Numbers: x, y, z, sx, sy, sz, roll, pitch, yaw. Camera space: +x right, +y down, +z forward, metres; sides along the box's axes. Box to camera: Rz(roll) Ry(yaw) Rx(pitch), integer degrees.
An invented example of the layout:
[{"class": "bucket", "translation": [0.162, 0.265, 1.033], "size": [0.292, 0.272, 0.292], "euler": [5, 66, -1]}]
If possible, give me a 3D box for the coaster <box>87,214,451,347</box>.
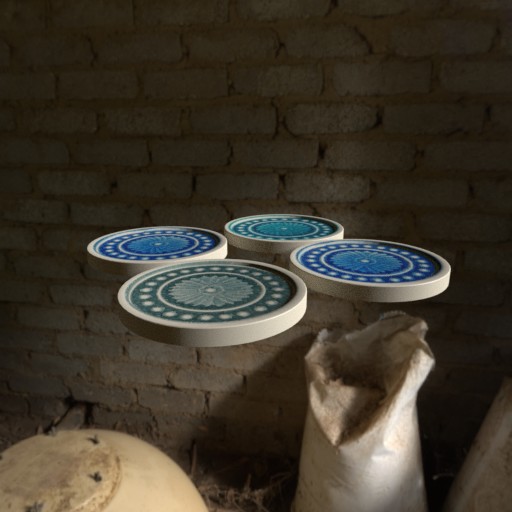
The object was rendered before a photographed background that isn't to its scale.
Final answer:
[{"class": "coaster", "translation": [0.000, 0.000, 0.332], "size": [0.224, 0.010, 0.220], "euler": [-9, 19, -27]}]
